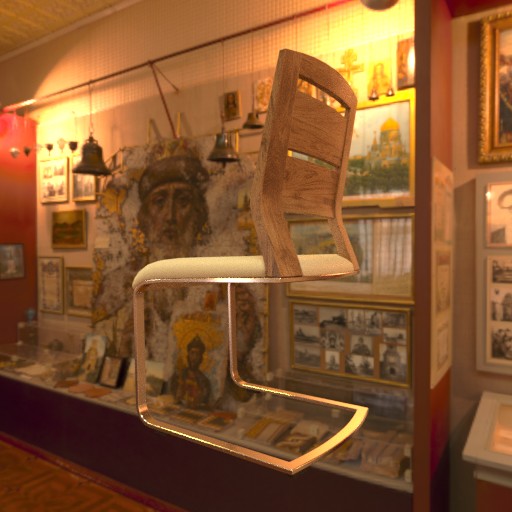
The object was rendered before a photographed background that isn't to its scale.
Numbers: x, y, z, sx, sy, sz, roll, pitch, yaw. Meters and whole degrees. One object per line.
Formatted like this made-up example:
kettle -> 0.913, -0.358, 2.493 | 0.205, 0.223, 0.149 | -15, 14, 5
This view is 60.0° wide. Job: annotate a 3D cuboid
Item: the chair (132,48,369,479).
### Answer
chair -> 0.000, 0.000, 1.273 | 0.561, 0.955, 0.457 | 1, 1, 35
